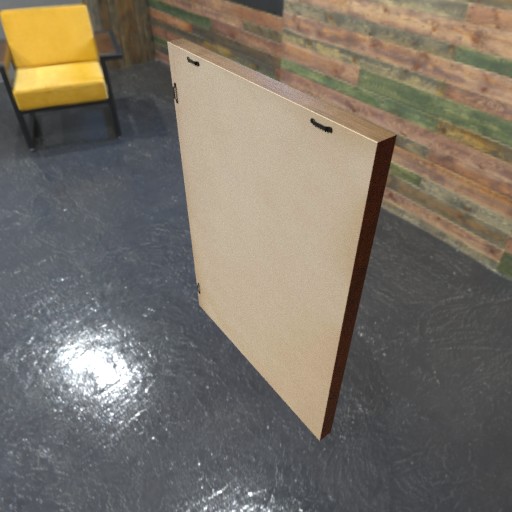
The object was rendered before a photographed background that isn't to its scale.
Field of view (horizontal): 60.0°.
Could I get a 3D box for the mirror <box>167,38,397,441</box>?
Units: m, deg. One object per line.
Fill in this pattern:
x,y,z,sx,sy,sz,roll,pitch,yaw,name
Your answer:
0.000,0.000,0.902,0.039,0.711,0.508,-26,47,-27,mirror
